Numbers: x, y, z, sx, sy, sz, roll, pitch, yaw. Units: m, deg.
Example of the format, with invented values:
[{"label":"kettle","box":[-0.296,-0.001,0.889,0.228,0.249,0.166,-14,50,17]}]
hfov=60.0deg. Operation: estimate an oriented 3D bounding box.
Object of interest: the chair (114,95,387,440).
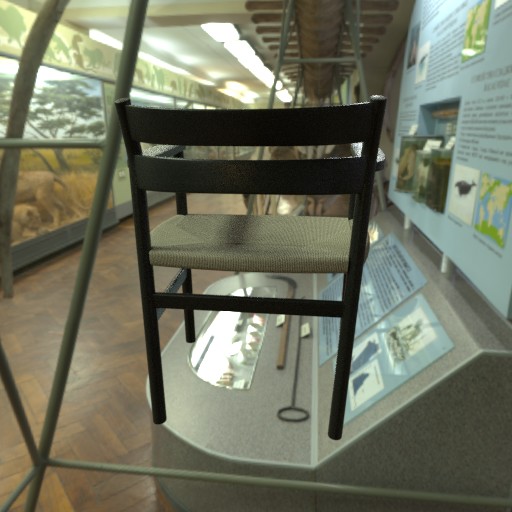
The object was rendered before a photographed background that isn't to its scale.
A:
[{"label":"chair","box":[0.000,0.000,1.174,0.630,0.775,0.508,2,16,7]}]
